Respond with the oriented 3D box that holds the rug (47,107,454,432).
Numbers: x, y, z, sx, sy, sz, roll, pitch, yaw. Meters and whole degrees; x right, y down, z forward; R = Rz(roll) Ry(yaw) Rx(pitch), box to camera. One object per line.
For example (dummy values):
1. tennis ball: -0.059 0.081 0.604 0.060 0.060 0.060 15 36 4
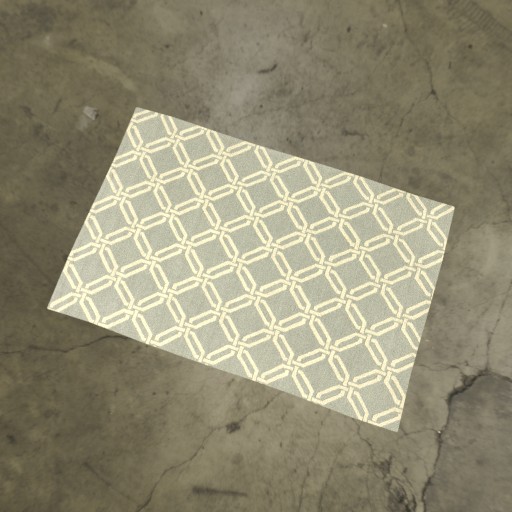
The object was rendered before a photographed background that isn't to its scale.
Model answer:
1. rug: 0.000 0.000 2.190 1.754 0.010 1.148 18 78 4
